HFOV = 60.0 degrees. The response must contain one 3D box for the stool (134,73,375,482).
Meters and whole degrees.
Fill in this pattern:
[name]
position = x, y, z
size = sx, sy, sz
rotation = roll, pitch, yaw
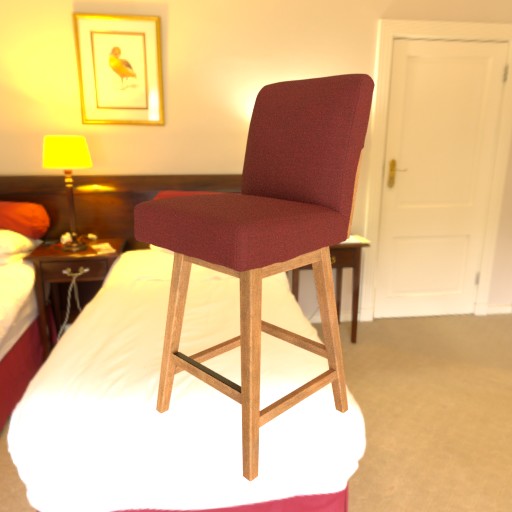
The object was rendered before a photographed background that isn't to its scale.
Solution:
[stool]
position = 0.000, 0.000, 1.327
size = 0.562, 1.038, 0.468
rotation = -14, 21, -43
